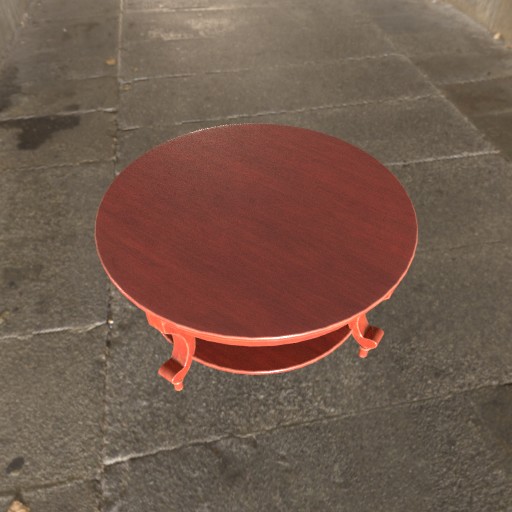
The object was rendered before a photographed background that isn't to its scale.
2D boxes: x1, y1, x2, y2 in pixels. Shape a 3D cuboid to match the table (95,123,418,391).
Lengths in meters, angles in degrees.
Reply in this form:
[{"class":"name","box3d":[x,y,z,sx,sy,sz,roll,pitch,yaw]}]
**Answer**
[{"class":"table","box3d":[0.000,0.000,1.620,1.029,0.486,1.029,0,47,0]}]
